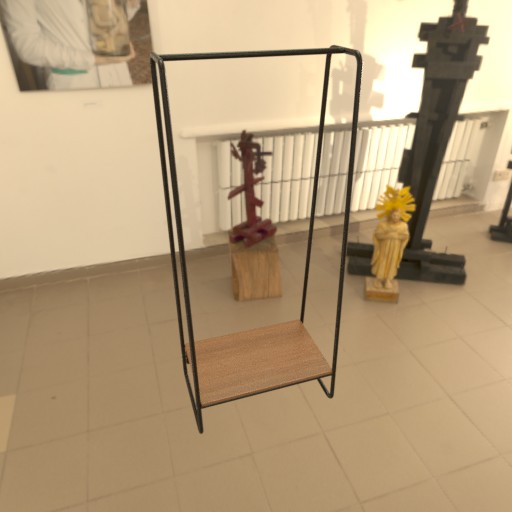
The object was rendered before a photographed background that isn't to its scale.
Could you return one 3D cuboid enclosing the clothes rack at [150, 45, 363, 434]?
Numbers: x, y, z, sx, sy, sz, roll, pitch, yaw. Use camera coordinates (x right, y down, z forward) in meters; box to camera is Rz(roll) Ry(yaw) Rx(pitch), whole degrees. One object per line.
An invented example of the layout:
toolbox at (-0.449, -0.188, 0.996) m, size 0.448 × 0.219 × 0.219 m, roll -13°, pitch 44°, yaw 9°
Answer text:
clothes rack at (0.000, 0.000, 1.774) m, size 0.640 × 1.500 × 0.400 m, roll -10°, pitch 32°, yaw -15°
